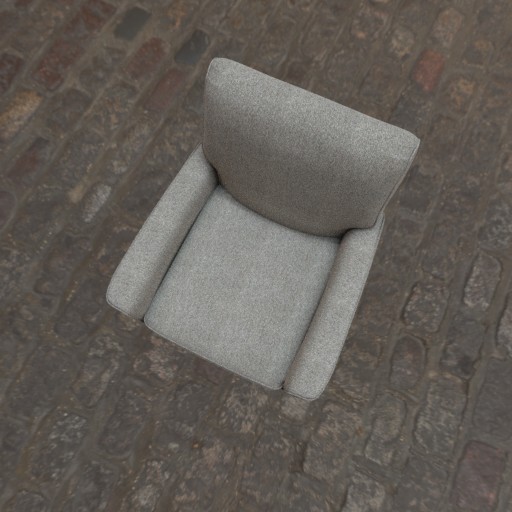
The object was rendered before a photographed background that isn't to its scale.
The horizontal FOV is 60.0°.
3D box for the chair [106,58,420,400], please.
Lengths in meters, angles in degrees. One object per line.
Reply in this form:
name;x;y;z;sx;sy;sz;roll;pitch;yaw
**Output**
chair;0.000;0.000;1.688;0.841;1.028;0.858;24;76;6
